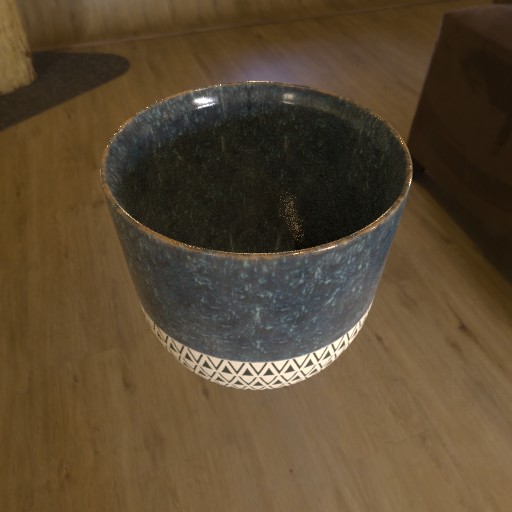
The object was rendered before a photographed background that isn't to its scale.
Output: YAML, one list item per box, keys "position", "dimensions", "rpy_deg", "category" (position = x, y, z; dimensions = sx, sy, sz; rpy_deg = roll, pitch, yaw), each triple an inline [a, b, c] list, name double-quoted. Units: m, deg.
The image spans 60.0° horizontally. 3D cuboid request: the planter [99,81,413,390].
- position: [0.000, 0.000, 0.482]
  dimensions: [0.266, 0.270, 0.266]
  rpy_deg: [0, 46, 0]
  category: "planter"
